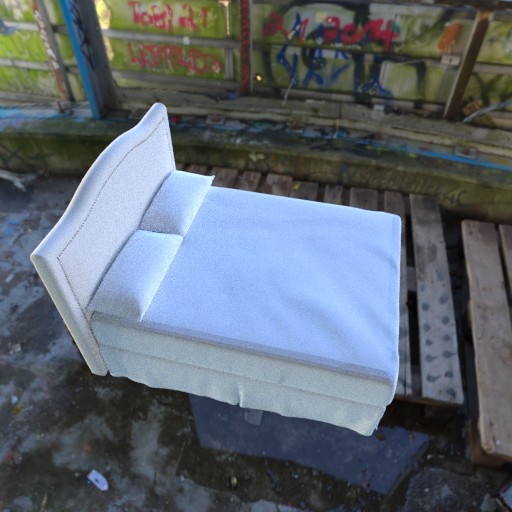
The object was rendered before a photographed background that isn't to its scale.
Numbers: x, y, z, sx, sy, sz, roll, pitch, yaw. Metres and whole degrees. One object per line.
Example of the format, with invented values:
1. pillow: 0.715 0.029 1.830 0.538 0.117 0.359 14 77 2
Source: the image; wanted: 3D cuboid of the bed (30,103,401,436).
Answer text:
1. bed: 0.000 0.000 3.265 2.143 1.460 1.753 10 47 9
